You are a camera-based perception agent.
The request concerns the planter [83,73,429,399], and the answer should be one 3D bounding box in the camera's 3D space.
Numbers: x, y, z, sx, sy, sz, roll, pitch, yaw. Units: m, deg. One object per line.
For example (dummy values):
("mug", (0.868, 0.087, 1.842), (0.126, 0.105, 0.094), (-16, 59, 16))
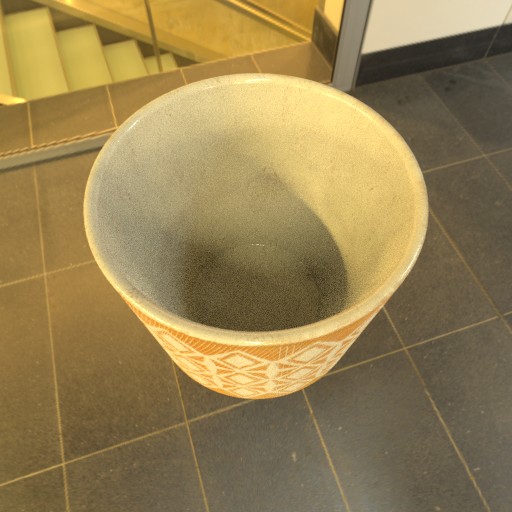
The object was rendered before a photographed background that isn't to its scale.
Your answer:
("planter", (0.000, 0.000, 0.322), (0.193, 0.165, 0.193), (0, 59, 0))
